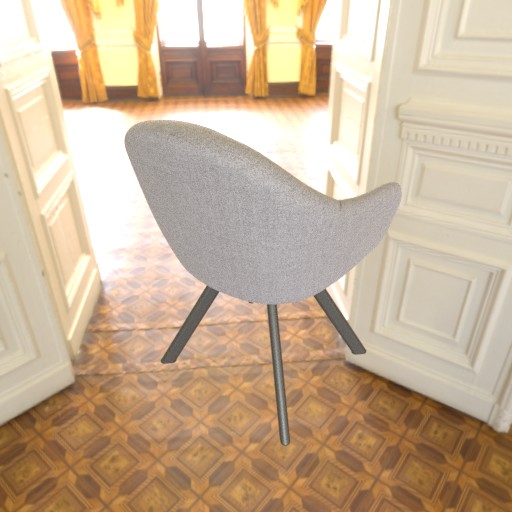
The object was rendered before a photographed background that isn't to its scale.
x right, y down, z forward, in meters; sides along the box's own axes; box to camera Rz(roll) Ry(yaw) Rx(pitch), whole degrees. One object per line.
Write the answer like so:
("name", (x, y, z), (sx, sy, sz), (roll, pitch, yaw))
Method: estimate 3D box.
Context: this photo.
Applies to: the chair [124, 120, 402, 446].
("chair", (0.000, 0.000, 1.189), (0.590, 0.795, 0.550), (22, 38, 32))
